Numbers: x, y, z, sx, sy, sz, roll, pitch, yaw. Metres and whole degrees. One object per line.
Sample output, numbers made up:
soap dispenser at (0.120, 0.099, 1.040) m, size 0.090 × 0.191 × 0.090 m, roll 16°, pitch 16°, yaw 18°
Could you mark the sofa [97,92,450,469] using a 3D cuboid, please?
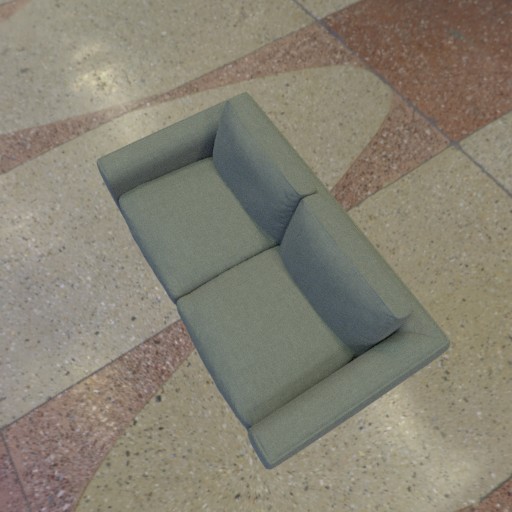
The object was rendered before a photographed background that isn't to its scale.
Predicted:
sofa at (0.000, 0.000, 2.467) m, size 1.069 × 0.800 × 1.920 m, roll -29°, pitch 68°, yaw -13°
